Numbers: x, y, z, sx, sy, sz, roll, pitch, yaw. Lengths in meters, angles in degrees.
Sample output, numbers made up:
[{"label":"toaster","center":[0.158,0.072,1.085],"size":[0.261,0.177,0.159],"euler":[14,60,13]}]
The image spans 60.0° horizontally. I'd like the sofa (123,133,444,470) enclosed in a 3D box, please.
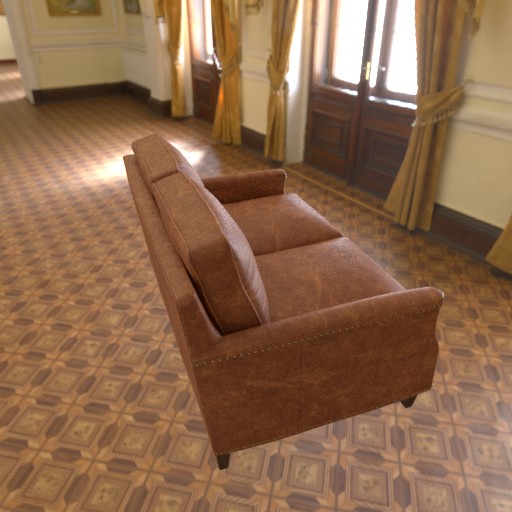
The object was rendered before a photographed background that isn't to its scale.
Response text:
[{"label":"sofa","center":[0.000,0.000,2.238],"size":[1.084,1.003,1.597],"euler":[-11,32,-18]}]
